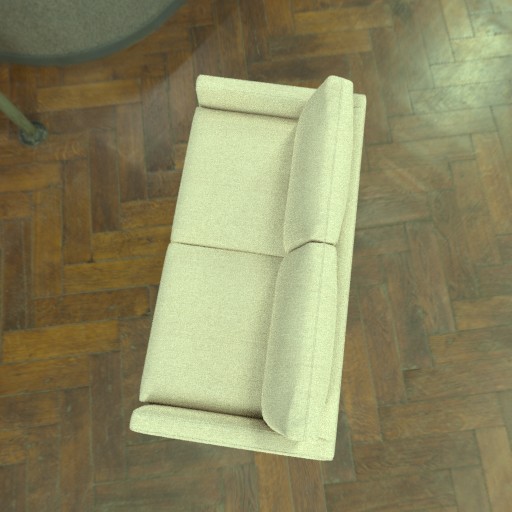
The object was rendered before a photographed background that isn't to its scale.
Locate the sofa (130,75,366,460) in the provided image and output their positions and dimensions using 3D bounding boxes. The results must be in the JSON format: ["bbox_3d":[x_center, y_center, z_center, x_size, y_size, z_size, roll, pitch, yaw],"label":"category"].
[{"bbox_3d":[0.000,0.000,2.080,0.839,0.812,1.651,8,76,2],"label":"sofa"}]
